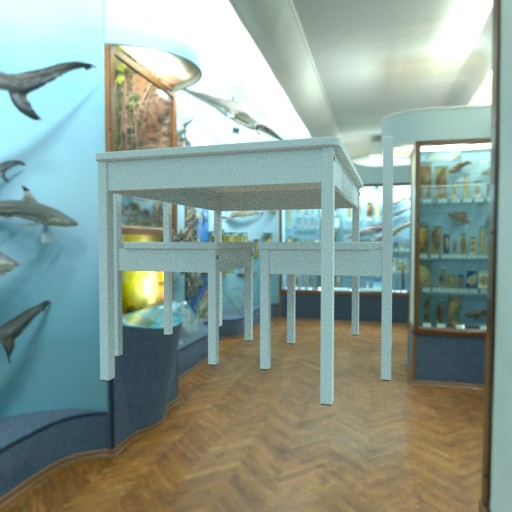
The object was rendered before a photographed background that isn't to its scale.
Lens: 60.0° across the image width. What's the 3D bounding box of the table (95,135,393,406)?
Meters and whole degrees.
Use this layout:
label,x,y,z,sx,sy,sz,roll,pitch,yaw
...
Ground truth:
label,x,y,z,sx,sy,sz,roll,pitch,yaw
table,0.000,0.000,1.138,0.672,0.503,0.650,1,2,17
